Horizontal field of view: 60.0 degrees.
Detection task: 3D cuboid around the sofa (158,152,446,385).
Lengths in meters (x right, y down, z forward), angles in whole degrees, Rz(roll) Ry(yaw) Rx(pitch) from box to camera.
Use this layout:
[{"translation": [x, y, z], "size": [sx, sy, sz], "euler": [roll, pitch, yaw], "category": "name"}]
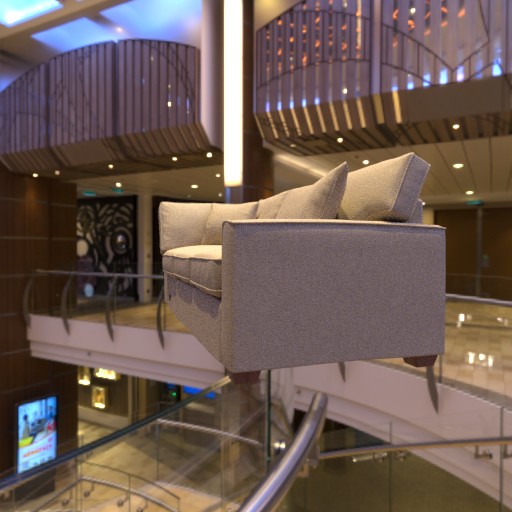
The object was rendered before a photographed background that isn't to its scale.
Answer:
[{"translation": [0.000, 0.000, 2.908], "size": [1.061, 0.962, 2.317], "euler": [0, 1, -18], "category": "sofa"}]
